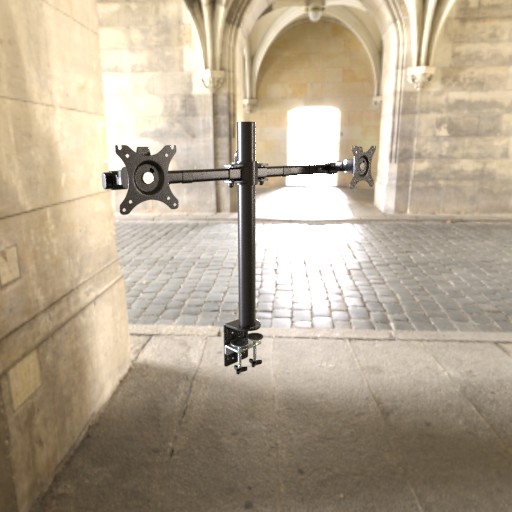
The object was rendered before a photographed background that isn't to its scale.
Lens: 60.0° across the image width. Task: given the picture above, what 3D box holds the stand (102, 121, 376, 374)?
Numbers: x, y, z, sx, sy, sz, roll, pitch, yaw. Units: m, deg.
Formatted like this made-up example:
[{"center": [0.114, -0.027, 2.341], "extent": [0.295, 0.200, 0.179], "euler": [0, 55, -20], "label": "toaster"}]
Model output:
[{"center": [0.000, 0.000, 1.037], "extent": [0.743, 0.603, 0.150], "euler": [-13, 19, -43], "label": "stand"}]
